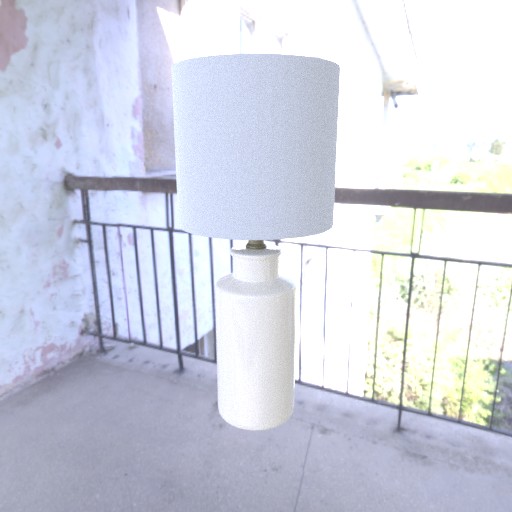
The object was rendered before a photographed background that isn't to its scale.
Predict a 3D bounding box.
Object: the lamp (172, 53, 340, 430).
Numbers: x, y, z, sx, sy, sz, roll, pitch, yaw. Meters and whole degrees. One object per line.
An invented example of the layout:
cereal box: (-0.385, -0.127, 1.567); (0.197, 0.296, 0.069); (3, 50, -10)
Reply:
lamp: (0.000, 0.000, 0.627); (0.212, 0.493, 0.212); (7, 16, 26)
